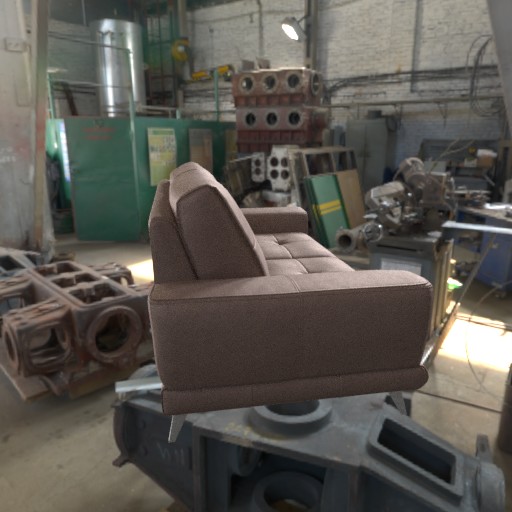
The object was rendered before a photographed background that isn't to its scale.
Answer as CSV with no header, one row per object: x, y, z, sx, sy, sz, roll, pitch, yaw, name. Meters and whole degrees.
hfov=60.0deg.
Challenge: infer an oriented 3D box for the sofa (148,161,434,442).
0.000,0.000,2.334,1.018,0.907,1.806,-3,16,-10,sofa
